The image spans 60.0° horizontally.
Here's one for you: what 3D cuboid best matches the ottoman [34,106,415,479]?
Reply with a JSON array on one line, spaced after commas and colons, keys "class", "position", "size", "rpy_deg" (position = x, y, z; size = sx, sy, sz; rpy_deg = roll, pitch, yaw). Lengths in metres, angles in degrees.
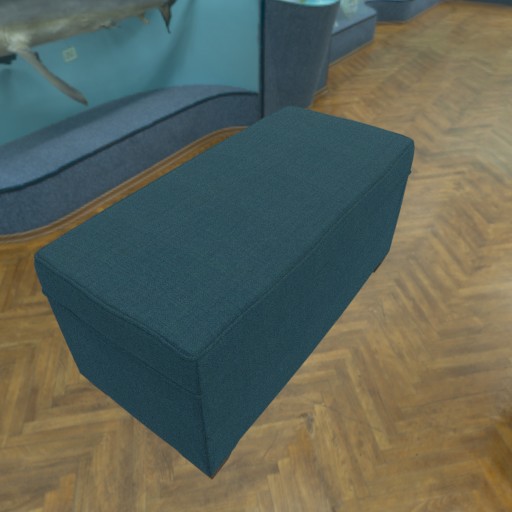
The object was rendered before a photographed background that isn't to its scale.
[{"class": "ottoman", "position": [0.000, 0.000, 1.185], "size": [0.474, 0.474, 0.943], "rpy_deg": [25, 47, 27]}]
